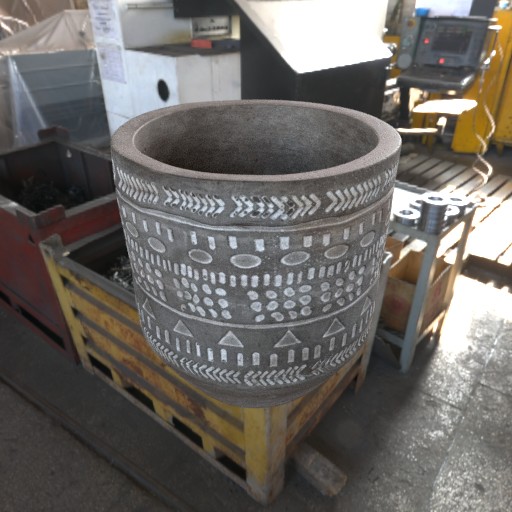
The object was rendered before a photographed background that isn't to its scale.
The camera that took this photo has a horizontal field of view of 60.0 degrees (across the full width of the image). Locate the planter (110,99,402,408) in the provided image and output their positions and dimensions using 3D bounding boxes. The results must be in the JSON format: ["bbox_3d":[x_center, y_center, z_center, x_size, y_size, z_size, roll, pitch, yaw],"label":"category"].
[{"bbox_3d":[0.000,0.000,0.222,0.122,0.128,0.122,0,31,0],"label":"planter"}]
